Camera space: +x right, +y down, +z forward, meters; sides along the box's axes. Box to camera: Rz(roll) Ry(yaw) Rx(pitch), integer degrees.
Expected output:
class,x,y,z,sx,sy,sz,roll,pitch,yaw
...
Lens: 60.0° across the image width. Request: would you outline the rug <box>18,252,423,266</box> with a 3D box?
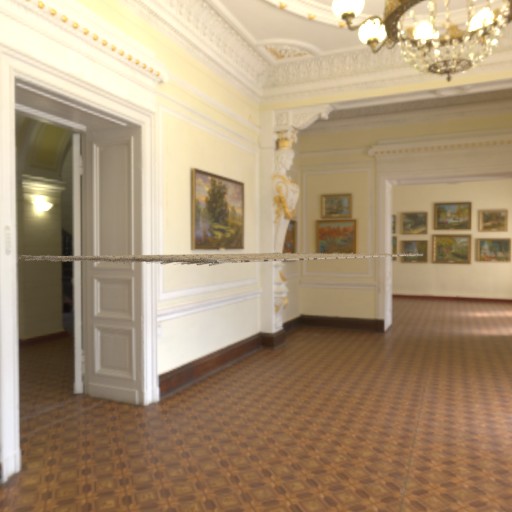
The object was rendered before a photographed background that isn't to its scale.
class,x,y,z,sx,sy,sz,roll,pitch,yaw
rug,0.000,0.000,2.987,1.495,0.035,2.472,1,1,37
